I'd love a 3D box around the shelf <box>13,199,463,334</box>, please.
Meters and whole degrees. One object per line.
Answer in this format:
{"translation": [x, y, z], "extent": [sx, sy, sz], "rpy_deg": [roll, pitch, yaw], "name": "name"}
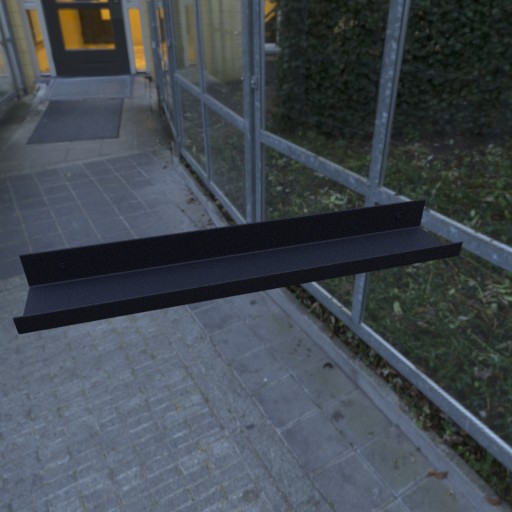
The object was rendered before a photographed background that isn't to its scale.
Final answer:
{"translation": [0.000, 0.000, 0.616], "extent": [0.605, 0.053, 0.102], "rpy_deg": [-9, 32, -14], "name": "shelf"}
